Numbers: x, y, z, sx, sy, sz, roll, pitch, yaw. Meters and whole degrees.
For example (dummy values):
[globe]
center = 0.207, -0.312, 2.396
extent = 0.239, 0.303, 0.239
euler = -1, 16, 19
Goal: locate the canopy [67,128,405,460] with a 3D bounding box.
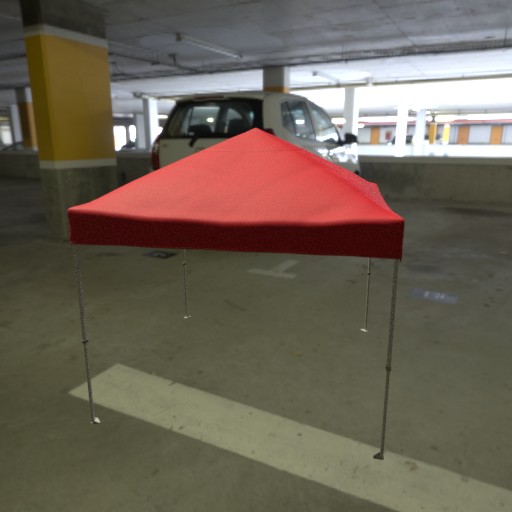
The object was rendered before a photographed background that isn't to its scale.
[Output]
[canopy]
center = 0.000, 0.000, 5.394
extent = 2.996, 2.997, 2.998
euler = 3, 15, 10
